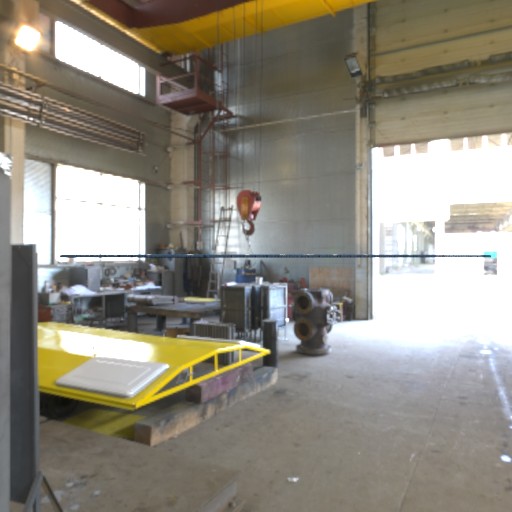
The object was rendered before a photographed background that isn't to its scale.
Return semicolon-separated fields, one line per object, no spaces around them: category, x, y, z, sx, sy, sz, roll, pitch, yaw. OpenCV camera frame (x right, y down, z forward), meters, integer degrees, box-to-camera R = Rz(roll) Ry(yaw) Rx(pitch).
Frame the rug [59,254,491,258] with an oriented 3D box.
rug;0.000;0.000;3.872;2.881;0.020;2.270;0;0;-17
